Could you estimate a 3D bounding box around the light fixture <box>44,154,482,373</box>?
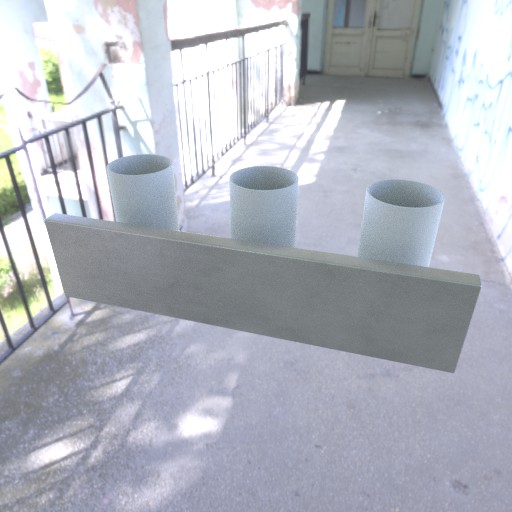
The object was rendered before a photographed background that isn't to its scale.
[{"bbox_3d":[0.000,0.000,0.523,0.451,0.172,0.145,9,32,14],"label":"light fixture"}]
